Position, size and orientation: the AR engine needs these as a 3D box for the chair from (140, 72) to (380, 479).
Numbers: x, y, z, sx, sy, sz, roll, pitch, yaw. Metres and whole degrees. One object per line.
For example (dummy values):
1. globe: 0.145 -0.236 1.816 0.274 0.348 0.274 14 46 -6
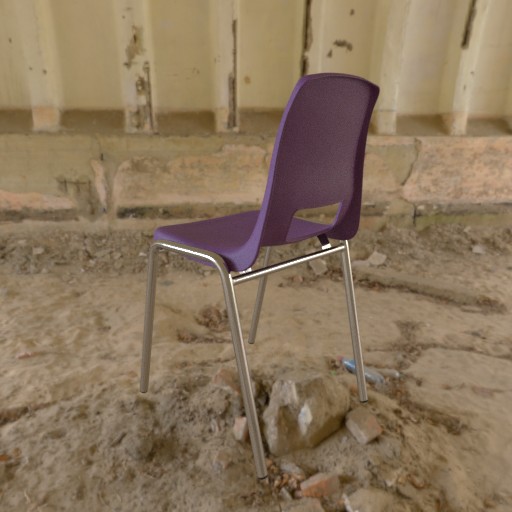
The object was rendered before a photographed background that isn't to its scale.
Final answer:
1. chair: 0.000 0.000 0.961 0.381 0.704 0.432 -15 22 -42
